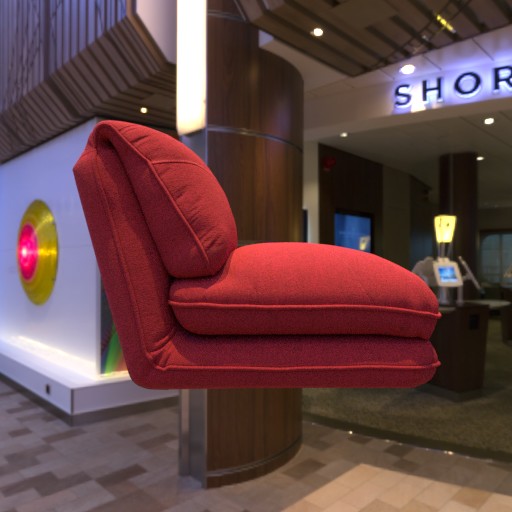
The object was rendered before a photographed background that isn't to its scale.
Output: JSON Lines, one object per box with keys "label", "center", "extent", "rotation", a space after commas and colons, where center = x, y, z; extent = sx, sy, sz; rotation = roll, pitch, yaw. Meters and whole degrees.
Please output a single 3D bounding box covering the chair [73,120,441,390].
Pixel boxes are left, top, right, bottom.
{"label": "chair", "center": [0.000, 0.000, 1.298], "extent": [0.780, 0.580, 0.820], "rotation": [0, 0, -1]}
